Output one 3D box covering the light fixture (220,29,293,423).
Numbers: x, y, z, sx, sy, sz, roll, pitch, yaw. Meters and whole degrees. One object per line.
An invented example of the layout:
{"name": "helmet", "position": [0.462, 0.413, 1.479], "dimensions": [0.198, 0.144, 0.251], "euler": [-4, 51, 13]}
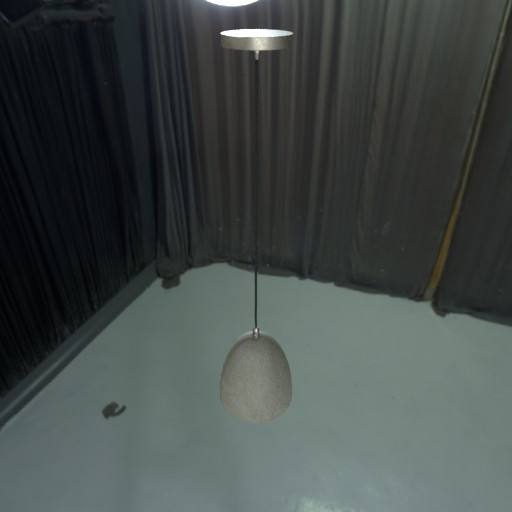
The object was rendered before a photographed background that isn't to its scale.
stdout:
{"name": "light fixture", "position": [0.000, 0.000, 0.841], "dimensions": [0.170, 0.759, 0.170], "euler": [10, 34, 16]}
